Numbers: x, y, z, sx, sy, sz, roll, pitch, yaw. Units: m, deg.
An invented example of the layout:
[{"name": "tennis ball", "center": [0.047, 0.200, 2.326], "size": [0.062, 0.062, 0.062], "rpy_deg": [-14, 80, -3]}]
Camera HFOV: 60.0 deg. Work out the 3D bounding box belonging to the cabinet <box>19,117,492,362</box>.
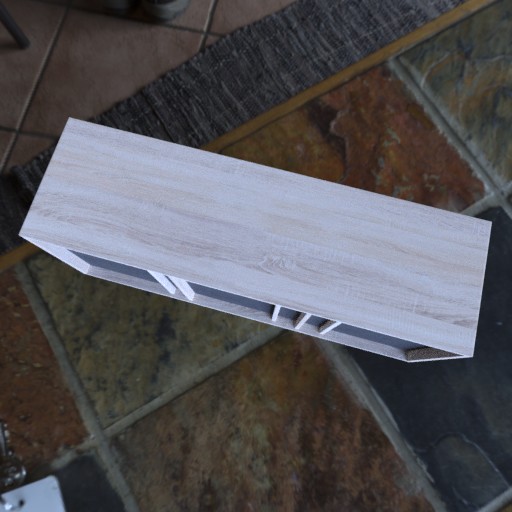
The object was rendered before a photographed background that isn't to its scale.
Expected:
[{"name": "cabinet", "center": [0.000, 0.000, 1.989], "size": [1.650, 0.780, 0.500], "rpy_deg": [15, 76, 4]}]
